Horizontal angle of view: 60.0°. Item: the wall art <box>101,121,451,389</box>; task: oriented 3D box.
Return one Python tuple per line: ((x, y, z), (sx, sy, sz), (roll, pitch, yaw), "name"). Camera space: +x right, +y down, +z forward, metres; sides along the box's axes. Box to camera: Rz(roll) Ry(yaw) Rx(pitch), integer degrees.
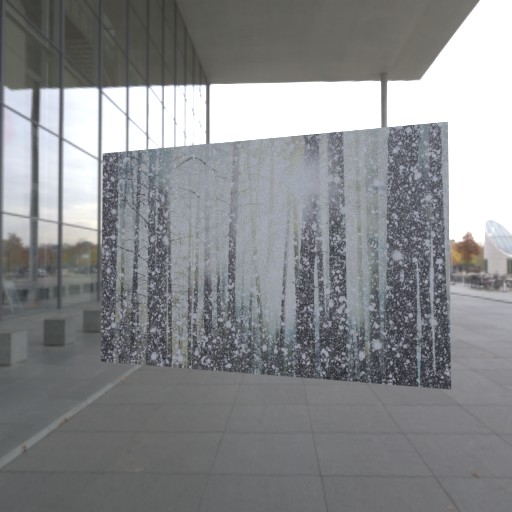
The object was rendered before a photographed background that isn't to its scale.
((0.000, 0.000, 1.146), (0.919, 0.598, 0.038), (0, -1, 18), "wall art")
